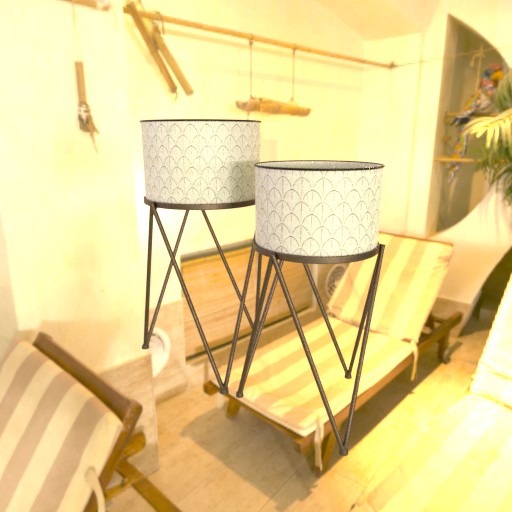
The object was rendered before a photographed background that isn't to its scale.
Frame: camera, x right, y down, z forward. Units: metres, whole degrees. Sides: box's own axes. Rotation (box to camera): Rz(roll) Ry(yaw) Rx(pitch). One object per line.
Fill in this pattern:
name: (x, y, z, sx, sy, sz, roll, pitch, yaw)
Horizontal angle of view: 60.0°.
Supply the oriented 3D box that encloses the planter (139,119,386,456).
planter: (0.000, 0.000, 1.211, 0.769, 0.712, 0.413, 14, 21, 41)
